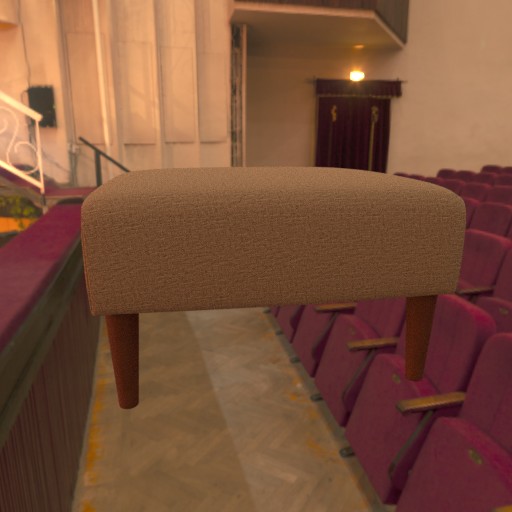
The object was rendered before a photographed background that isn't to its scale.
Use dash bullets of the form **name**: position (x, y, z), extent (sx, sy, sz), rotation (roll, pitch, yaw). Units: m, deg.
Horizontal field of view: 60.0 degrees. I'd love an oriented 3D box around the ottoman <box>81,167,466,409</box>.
- **ottoman**: position (0.000, 0.000, 1.041), extent (0.650, 0.398, 0.649), rotation (-2, 14, -9)
